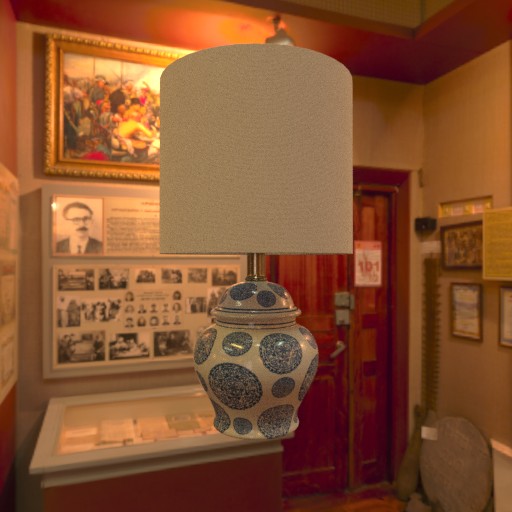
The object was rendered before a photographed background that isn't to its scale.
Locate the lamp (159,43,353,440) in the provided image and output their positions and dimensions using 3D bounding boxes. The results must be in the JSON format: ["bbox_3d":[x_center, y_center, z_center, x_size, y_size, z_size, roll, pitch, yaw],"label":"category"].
[{"bbox_3d":[0.000,0.000,0.503,0.215,0.381,0.215,0,0,-17],"label":"lamp"}]
